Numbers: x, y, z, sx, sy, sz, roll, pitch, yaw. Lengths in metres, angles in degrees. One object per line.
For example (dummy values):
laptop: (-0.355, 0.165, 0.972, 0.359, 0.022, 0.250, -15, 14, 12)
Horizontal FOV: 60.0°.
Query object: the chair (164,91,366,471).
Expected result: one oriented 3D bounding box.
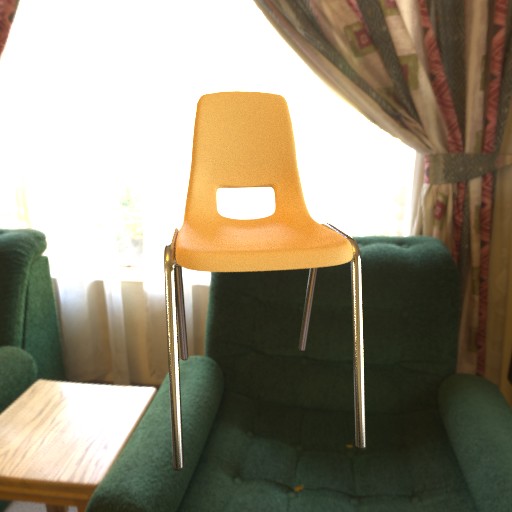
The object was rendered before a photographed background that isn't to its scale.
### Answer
chair: (0.000, 0.000, 0.963, 0.381, 0.704, 0.436, -3, 16, -9)
